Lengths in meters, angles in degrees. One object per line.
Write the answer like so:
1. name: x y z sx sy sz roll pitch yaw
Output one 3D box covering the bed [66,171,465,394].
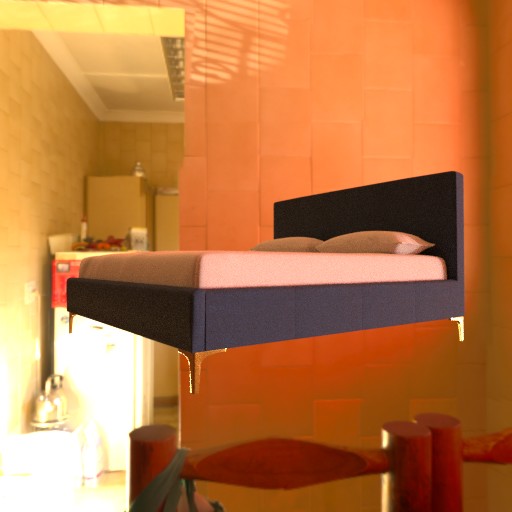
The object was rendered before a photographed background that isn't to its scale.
1. bed: 0.000 0.000 3.372 2.232 1.231 2.096 1 -1 -37
